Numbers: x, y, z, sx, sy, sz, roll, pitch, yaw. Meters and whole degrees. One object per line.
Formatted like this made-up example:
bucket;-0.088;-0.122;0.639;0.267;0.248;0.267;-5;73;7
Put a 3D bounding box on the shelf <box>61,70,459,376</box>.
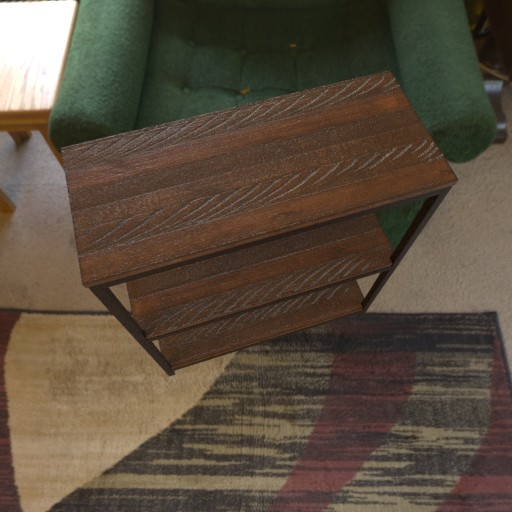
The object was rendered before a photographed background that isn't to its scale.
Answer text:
shelf;0.000;0.000;1.418;0.822;0.947;0.352;-16;65;-8
